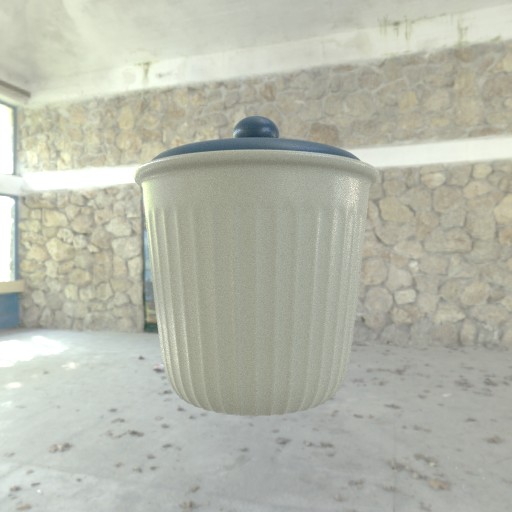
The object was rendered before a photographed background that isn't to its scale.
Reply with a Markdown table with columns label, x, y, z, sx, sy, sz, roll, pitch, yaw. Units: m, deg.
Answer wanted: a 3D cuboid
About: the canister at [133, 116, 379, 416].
| label | x | y | z | sx | sy | sz | roll | pitch | yaw |
| --- | --- | --- | --- | --- | --- | --- | --- | --- | --- |
| canister | 0.000 | 0.000 | 0.338 | 0.181 | 0.211 | 0.181 | 0 | 0 | 0 |
